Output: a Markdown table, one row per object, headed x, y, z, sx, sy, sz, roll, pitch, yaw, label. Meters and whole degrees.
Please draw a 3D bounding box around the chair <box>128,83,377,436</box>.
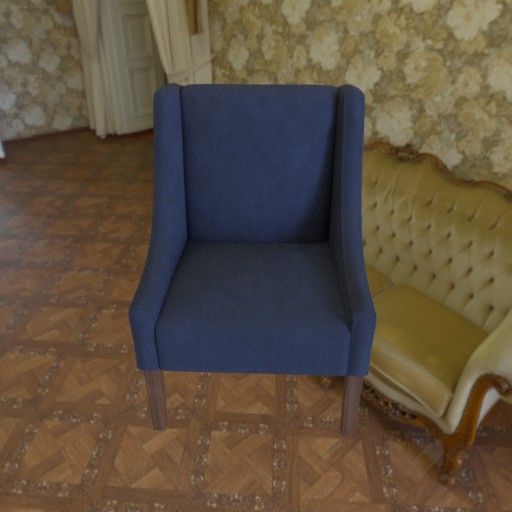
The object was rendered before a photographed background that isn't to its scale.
| x | y | z | sx | sy | sz | roll | pitch | yaw | label |
| --- | --- | --- | --- | --- | --- | --- | --- | --- | --- |
| 0.000 | 0.000 | 1.340 | 0.629 | 0.895 | 0.629 | 1 | 31 | 2 | chair |
